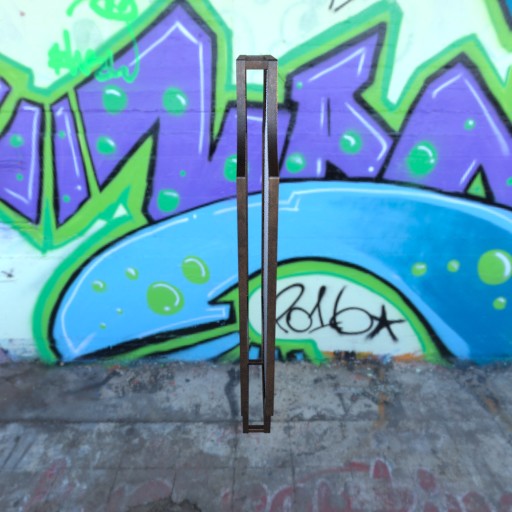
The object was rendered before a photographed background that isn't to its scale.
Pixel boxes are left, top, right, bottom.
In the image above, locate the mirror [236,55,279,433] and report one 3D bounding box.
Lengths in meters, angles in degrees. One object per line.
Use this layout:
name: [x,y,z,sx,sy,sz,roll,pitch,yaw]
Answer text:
mirror: [0.000,0.000,0.989,0.066,0.811,0.462,0,26,-1]
